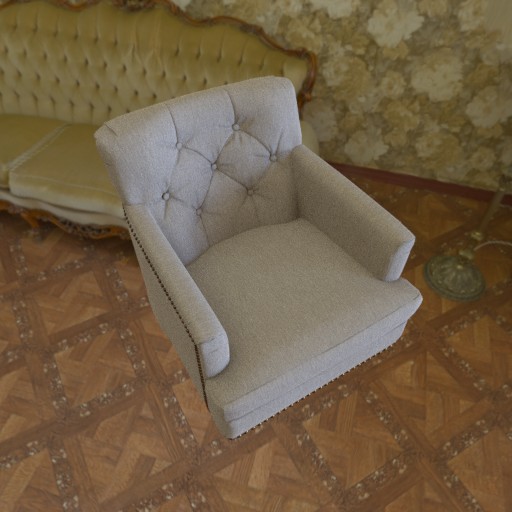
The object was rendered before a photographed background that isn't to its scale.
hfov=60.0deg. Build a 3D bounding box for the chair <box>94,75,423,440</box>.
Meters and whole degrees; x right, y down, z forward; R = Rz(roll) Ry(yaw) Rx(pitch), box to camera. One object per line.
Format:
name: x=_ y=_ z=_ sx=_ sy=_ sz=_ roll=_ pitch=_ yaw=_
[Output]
chair: x=0.000 y=0.000 z=1.529 sx=0.737 sy=0.823 sz=0.902 roll=-24 pitch=52 yaw=-20
